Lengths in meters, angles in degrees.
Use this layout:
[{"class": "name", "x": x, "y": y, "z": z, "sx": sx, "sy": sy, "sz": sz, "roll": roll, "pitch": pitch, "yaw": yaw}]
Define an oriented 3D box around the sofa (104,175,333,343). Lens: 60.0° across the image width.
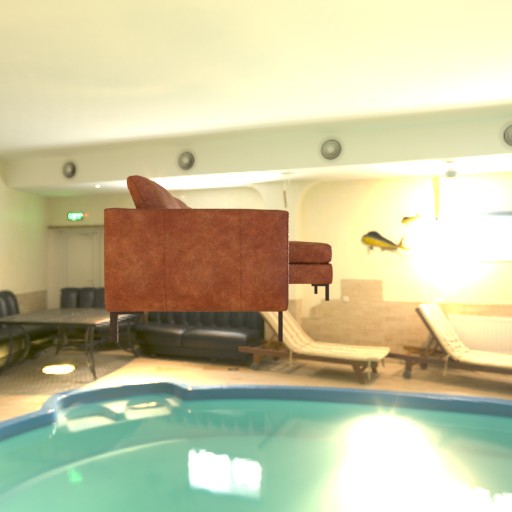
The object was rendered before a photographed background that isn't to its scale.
[{"class": "sofa", "x": 0.000, "y": 0.000, "z": 3.606, "sx": 1.471, "sy": 0.859, "sz": 2.993, "roll": 0, "pitch": 0, "yaw": 0}]
